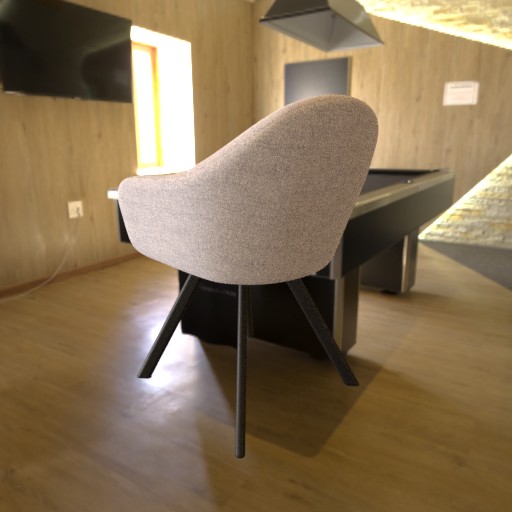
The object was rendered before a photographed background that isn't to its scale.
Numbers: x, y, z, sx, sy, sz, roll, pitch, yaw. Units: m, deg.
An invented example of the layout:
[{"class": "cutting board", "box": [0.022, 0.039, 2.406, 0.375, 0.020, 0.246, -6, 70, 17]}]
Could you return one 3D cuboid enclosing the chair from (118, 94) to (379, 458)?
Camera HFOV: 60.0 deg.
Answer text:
[{"class": "chair", "box": [0.000, 0.000, 1.181, 0.540, 0.780, 0.570, -13, 20, -41]}]
